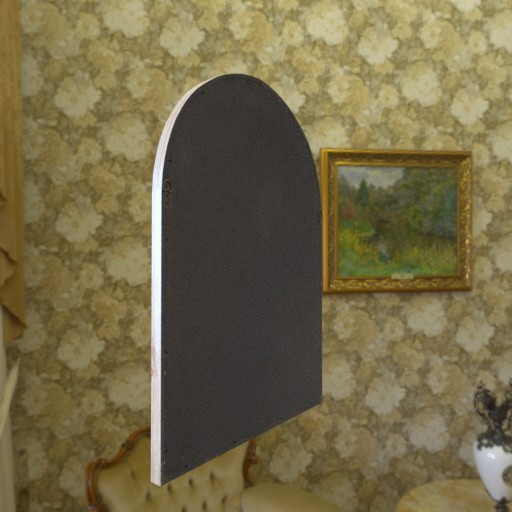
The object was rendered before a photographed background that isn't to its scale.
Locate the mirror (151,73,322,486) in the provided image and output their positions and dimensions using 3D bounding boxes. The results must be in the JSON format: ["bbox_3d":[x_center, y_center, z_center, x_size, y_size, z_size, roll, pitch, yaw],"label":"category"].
[{"bbox_3d":[0.000,0.000,1.155,0.032,0.920,0.660,-1,-1,37],"label":"mirror"}]
